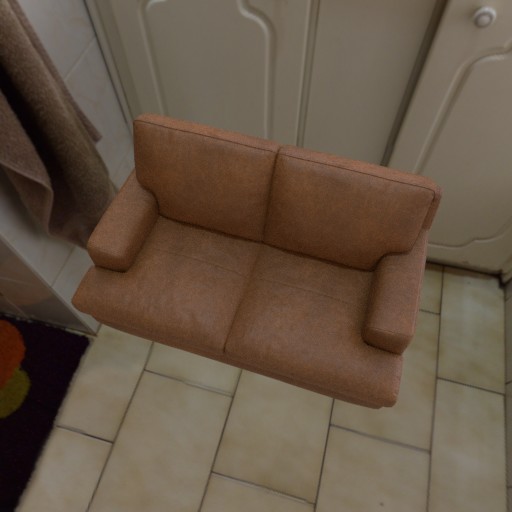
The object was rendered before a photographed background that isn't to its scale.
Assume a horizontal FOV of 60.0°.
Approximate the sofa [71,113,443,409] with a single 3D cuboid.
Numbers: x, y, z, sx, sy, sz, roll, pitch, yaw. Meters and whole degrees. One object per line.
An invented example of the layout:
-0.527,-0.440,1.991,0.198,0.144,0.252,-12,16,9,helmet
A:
0.000,0.000,2.533,1.880,0.966,1.144,15,61,9,sofa
